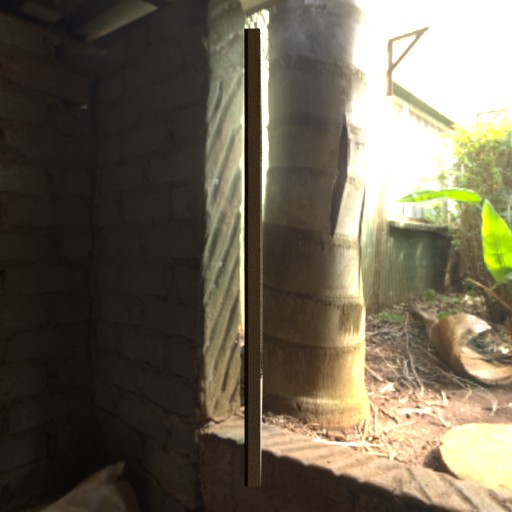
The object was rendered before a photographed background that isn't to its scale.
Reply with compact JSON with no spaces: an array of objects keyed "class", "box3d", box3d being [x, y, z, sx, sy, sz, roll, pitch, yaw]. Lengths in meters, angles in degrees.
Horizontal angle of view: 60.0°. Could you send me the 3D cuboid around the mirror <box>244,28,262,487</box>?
[{"class":"mirror","box3d":[0.000,0.000,1.218,0.032,0.882,0.730,0,1,1]}]
